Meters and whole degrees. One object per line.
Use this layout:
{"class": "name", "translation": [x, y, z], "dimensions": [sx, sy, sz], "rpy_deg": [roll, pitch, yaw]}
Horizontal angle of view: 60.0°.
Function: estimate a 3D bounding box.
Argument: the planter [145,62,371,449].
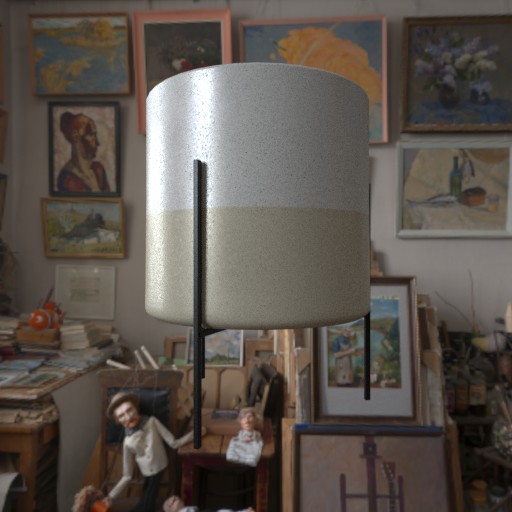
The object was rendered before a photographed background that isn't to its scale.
{"class": "planter", "translation": [0.000, 0.000, 0.732], "dimensions": [0.359, 0.484, 0.368], "rpy_deg": [0, 0, -36]}
